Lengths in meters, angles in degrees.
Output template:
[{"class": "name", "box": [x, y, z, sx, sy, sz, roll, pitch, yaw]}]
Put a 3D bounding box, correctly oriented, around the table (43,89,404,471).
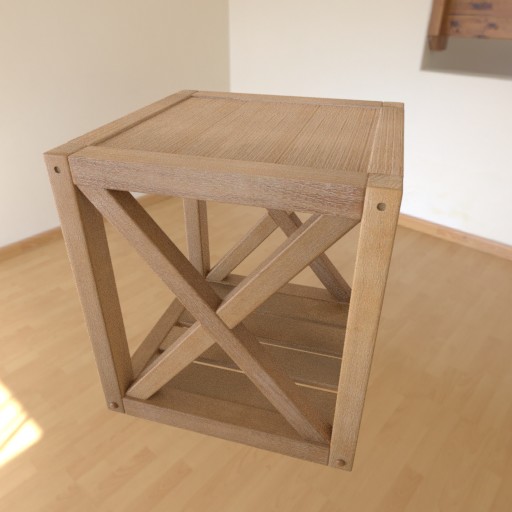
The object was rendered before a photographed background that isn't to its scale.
[{"class": "table", "box": [0.000, 0.000, 1.025, 0.559, 0.610, 0.558, 9, 32, 14]}]
